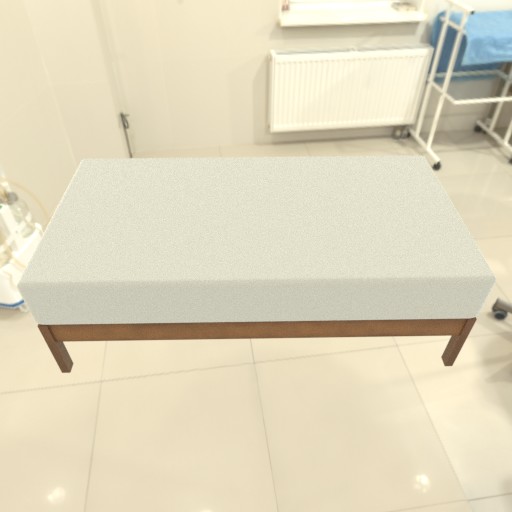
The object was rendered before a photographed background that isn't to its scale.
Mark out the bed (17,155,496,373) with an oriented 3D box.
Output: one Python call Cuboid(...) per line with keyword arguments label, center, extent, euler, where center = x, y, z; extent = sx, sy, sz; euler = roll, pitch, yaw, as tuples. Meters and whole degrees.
Cuboid(label="bed", center=(0.000, 0.000, 2.291), extent=(1.902, 0.616, 0.961), euler=(-1, 43, -1))
